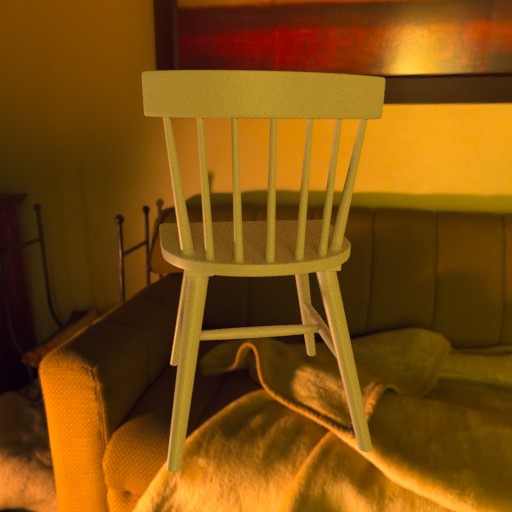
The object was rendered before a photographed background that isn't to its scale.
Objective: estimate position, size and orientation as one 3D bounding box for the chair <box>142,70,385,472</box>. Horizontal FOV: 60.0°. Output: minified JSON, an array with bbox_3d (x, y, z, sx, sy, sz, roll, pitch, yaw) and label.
[{"bbox_3d":[0.000,0.000,1.088,0.483,0.787,0.500,-2,13,-8],"label":"chair"}]
